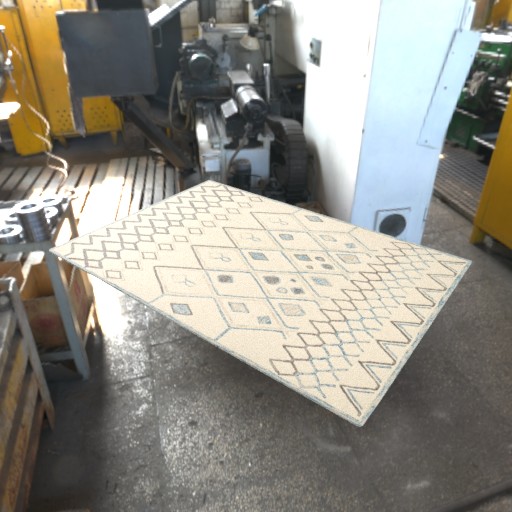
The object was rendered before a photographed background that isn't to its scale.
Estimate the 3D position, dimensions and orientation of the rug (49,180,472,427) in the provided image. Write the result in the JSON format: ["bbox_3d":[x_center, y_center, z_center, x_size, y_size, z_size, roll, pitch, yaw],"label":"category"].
[{"bbox_3d":[0.000,0.000,2.310,1.820,0.009,1.260,22,38,31],"label":"rug"}]
